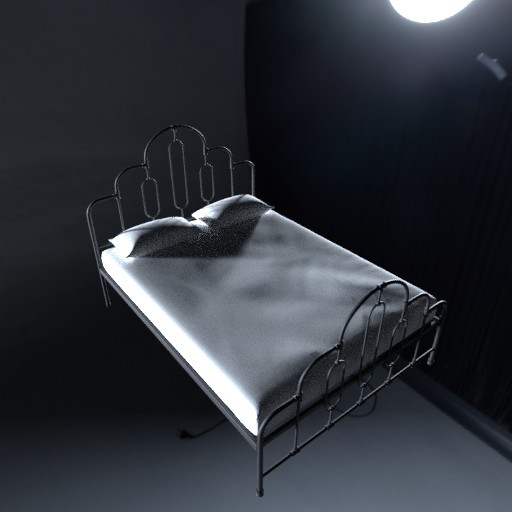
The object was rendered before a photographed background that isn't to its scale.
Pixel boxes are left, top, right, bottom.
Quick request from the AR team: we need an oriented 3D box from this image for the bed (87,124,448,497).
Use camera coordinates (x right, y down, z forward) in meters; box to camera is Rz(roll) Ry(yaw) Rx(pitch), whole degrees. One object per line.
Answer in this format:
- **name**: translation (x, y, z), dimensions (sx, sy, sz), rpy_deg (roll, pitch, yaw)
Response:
- **bed**: translation (0.000, 0.000, 3.188), dimensions (1.640, 1.429, 2.163), rpy_deg (-22, 37, -32)
